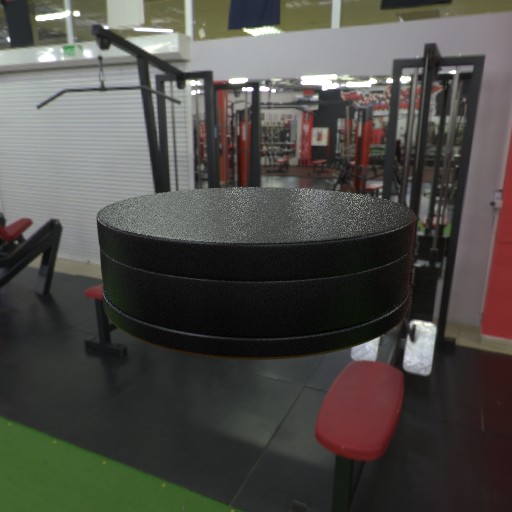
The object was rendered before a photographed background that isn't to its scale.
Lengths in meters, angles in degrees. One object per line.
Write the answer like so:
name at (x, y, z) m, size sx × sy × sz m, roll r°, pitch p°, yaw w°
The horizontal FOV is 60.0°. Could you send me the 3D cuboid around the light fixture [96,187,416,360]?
light fixture at (0.000, 0.000, 0.424) m, size 0.283 × 0.097 × 0.283 m, roll 0°, pitch 16°, yaw 0°
